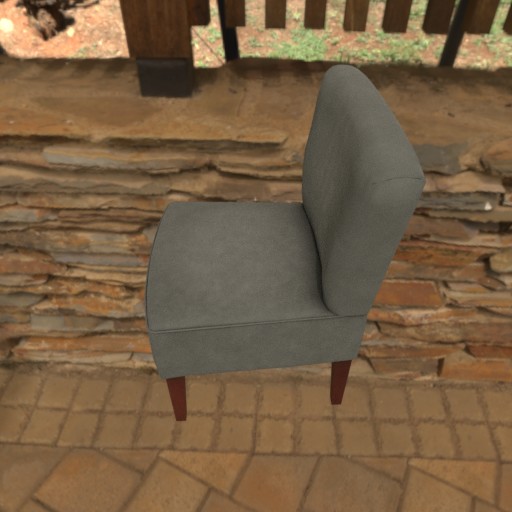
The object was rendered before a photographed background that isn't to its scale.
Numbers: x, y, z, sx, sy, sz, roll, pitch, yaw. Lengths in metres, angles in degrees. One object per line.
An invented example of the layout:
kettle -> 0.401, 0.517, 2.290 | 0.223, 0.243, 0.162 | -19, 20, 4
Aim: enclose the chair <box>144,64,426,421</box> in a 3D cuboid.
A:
chair -> 0.000, 0.000, 1.152 | 0.554, 0.806, 0.521 | -2, 42, -2
